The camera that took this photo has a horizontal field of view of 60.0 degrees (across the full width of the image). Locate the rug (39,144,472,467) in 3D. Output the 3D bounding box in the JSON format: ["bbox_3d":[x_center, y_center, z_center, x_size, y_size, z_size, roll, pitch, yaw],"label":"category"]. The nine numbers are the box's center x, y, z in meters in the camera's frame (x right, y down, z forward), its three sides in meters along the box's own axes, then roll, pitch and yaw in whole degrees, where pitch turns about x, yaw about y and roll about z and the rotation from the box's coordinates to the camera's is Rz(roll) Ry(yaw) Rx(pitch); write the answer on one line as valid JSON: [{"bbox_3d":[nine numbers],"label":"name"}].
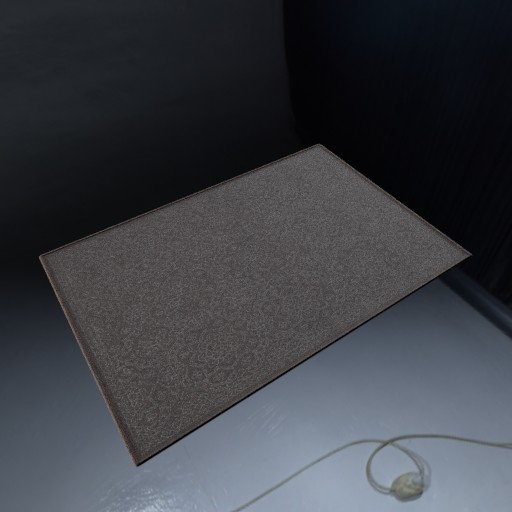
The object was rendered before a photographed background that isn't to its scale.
[{"bbox_3d":[0.000,0.000,2.804,2.286,0.011,1.524,-26,52,-22],"label":"rug"}]
